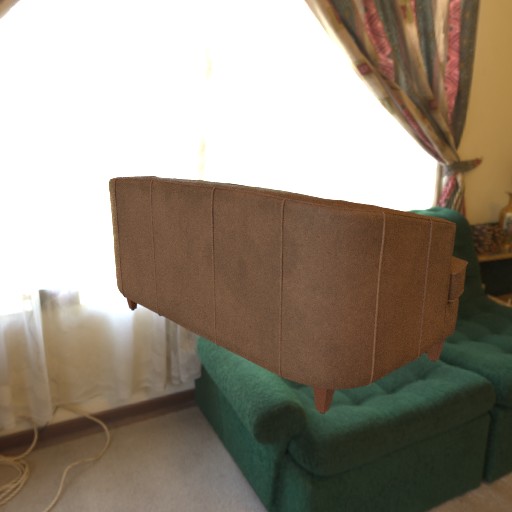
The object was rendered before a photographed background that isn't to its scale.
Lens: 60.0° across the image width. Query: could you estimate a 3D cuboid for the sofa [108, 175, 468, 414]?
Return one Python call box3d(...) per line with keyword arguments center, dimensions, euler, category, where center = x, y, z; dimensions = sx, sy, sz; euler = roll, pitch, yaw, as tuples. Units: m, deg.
box3d(center=(0.000, 0.000, 2.241), dimensions=(0.917, 0.799, 1.767), euler=(-13, 19, -42), category="sofa")
